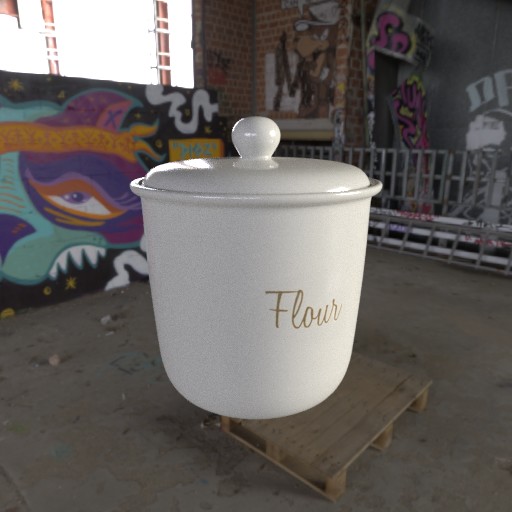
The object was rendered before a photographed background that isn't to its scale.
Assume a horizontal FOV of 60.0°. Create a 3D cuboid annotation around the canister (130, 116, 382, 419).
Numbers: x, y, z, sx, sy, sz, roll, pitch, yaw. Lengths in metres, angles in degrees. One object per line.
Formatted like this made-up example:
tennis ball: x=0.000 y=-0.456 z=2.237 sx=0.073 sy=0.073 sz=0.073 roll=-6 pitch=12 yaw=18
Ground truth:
canister: x=0.000 y=0.000 z=0.346 sx=0.182 sy=0.208 sz=0.182 roll=0 pitch=15 yaw=0
